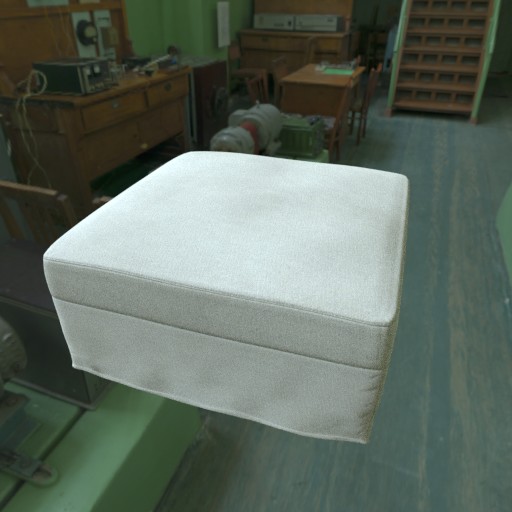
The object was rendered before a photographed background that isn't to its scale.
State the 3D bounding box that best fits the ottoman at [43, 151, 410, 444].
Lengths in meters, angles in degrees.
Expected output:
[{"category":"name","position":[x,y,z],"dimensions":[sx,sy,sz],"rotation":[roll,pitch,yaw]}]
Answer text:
[{"category":"ottoman","position":[0.000,0.000,1.349],"dimensions":[0.842,0.441,0.843],"rotation":[10,33,15]}]
